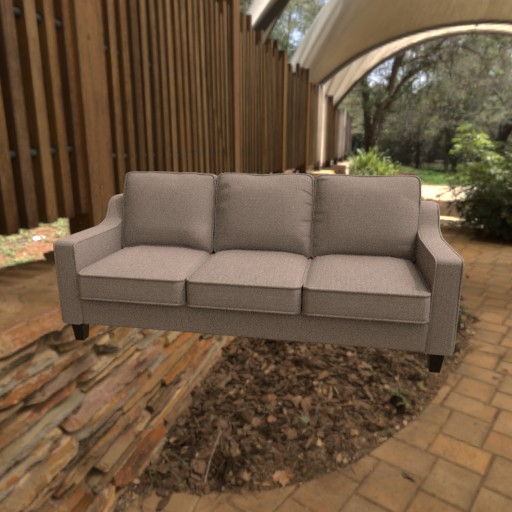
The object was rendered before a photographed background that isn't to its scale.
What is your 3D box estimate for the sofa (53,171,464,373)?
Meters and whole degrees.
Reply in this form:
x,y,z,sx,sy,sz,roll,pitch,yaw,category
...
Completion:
x,y,z,sx,sy,sz,roll,pitch,yaw,category
0.000,0.000,2.657,2.129,0.950,0.899,3,15,11,sofa
